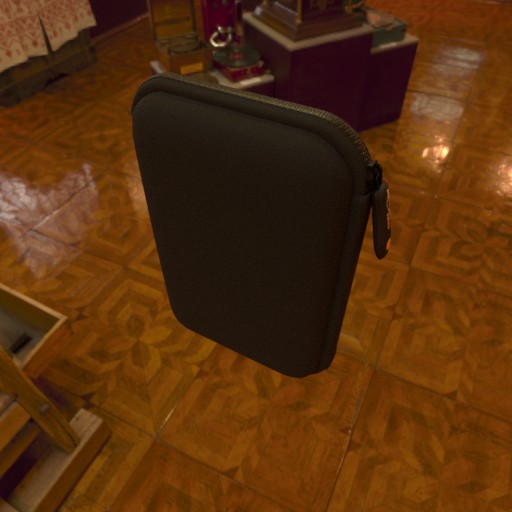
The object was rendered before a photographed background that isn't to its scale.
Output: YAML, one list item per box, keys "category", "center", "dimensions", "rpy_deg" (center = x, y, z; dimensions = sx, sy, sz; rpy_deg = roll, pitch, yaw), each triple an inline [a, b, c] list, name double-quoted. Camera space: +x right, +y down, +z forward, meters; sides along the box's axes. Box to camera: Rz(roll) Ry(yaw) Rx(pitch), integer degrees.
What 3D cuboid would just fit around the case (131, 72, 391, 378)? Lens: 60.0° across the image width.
- category: "case"
  center: [0.000, 0.000, 0.195]
  dimensions: [0.107, 0.147, 0.030]
  rpy_deg: [21, 49, 19]
